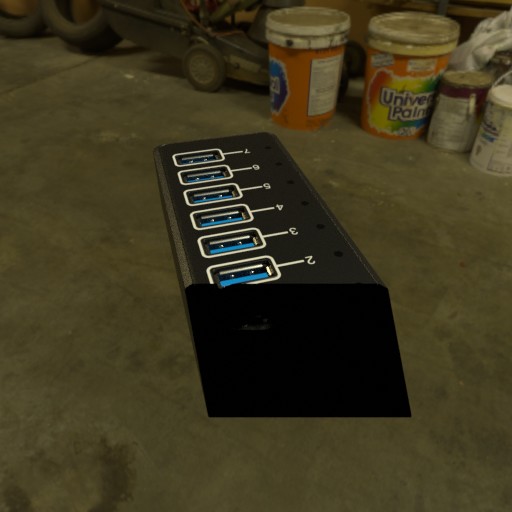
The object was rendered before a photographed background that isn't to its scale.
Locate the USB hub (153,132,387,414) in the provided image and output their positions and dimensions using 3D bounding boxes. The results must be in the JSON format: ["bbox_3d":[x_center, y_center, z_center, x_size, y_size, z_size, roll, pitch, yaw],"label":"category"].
[{"bbox_3d":[0.000,0.000,0.125,0.044,0.023,0.110,-10,41,-12],"label":"USB hub"}]
